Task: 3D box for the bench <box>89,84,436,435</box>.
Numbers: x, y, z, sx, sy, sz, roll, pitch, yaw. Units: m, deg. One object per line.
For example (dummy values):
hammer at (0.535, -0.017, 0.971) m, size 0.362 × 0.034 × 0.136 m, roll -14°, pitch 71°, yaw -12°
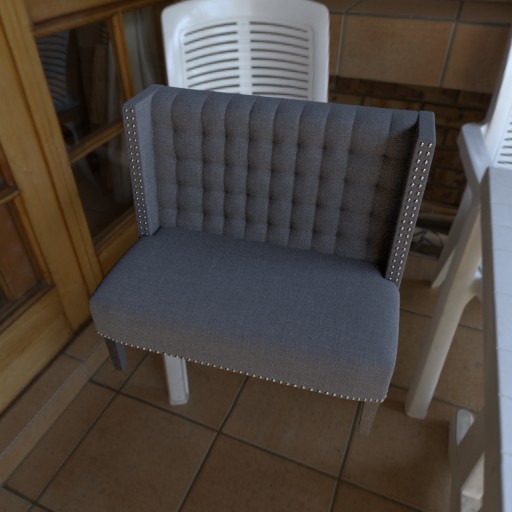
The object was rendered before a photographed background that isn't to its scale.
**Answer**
bench at (0.000, 0.000, 1.947) m, size 1.276 × 1.121 × 0.842 m, roll 10°, pitch 40°, yaw 13°
